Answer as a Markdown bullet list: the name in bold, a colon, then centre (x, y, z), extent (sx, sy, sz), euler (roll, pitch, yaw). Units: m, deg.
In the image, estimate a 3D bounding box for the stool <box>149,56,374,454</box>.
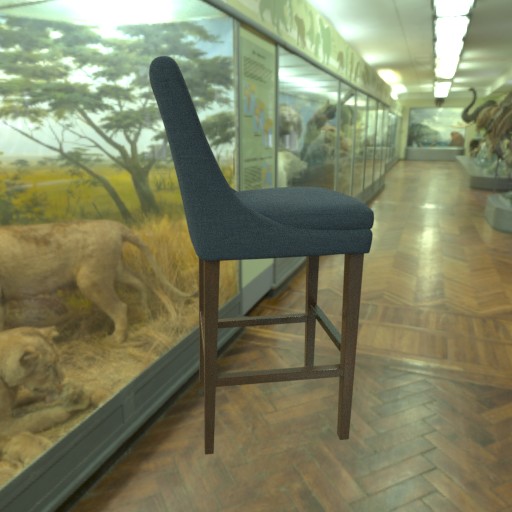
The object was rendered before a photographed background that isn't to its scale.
- **stool**: centre (0.000, 0.000, 1.376), extent (0.577, 1.078, 0.470), euler (-3, 16, -9)
